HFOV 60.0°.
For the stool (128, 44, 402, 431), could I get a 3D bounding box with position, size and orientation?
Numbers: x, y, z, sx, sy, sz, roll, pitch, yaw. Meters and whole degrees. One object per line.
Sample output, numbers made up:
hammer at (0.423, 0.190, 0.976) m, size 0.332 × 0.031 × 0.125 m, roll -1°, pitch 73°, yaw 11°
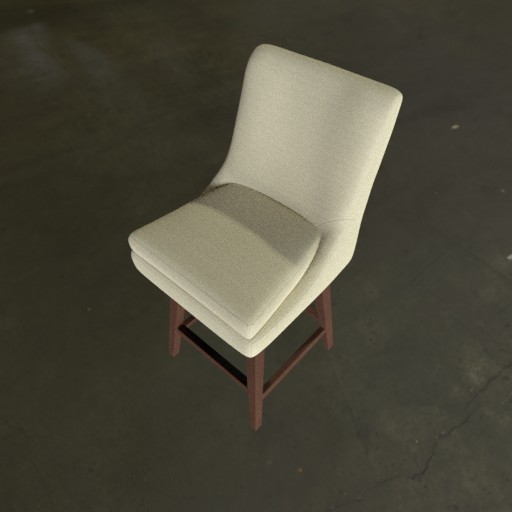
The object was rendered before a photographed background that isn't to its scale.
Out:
stool at (0.000, 0.000, 1.326) m, size 0.483 × 0.991 × 0.559 m, roll 33°, pitch 55°, yaw 27°
